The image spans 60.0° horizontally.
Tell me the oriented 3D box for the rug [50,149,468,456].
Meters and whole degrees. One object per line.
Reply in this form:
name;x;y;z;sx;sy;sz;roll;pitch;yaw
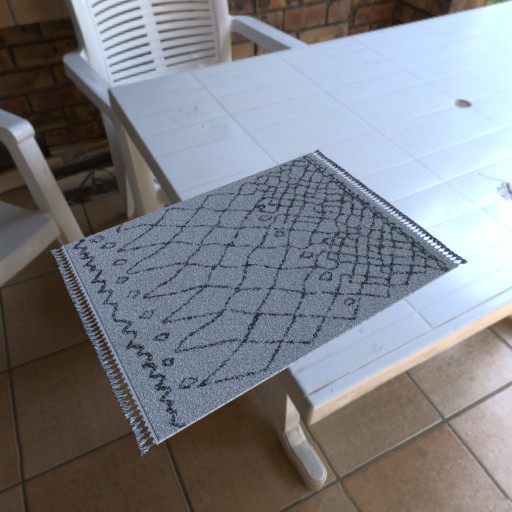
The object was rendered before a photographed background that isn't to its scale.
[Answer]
rug;0.000;0.000;2.985;2.312;0.017;1.613;-25;51;-22
